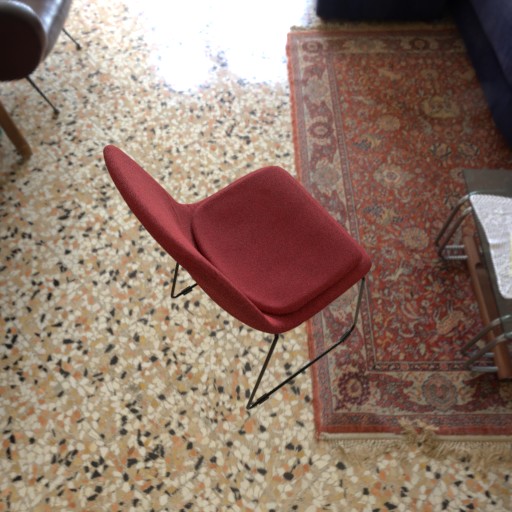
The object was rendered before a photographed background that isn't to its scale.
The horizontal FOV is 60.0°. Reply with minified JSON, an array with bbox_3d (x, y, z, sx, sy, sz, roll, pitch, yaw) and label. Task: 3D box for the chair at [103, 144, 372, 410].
[{"bbox_3d":[0.000,0.000,1.162,0.518,0.858,0.479,-31,64,-17],"label":"chair"}]
